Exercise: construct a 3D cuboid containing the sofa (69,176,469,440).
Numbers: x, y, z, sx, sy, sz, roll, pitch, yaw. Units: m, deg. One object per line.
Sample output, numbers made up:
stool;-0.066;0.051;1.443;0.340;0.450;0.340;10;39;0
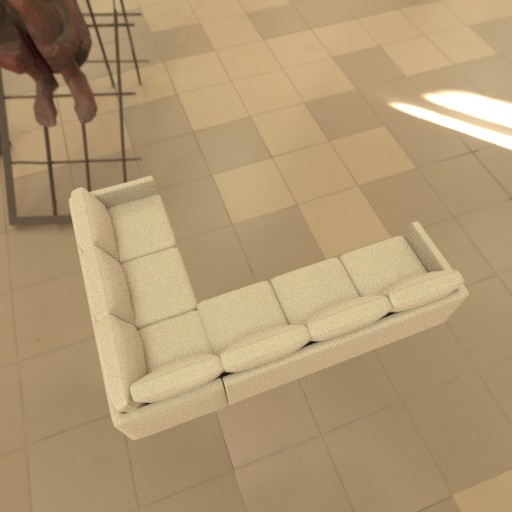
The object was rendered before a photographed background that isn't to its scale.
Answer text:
sofa;0.000;0.000;4.577;3.333;0.934;2.522;-18;60;-11
